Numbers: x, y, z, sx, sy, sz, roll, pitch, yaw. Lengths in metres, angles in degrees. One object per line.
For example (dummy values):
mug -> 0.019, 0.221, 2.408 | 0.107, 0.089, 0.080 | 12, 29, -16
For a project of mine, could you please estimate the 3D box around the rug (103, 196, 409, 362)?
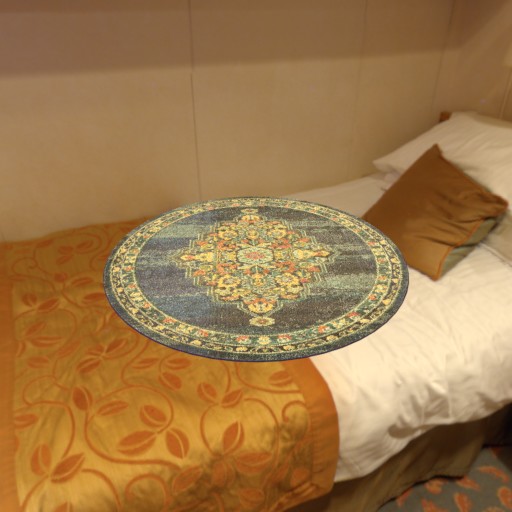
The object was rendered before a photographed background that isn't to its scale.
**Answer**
rug -> 0.000, 0.000, 3.599 | 2.386, 0.014, 2.386 | 0, 31, 0
